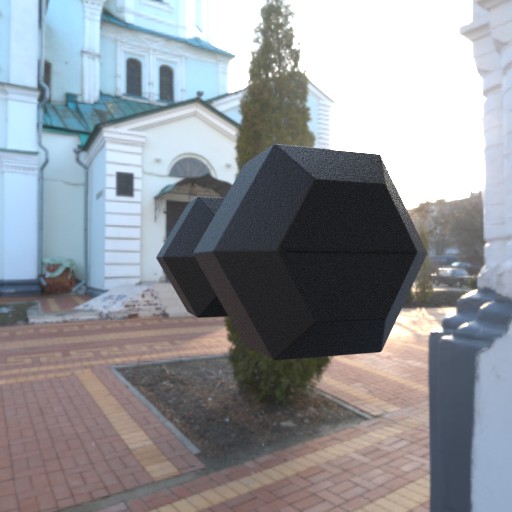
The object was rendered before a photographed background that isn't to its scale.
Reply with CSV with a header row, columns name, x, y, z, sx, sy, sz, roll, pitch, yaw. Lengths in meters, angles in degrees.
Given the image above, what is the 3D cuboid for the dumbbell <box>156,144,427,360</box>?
name,x,y,z,sx,sy,sz,roll,pitch,yaw
dumbbell,0.000,0.000,0.473,0.173,0.150,0.384,0,-1,-19
